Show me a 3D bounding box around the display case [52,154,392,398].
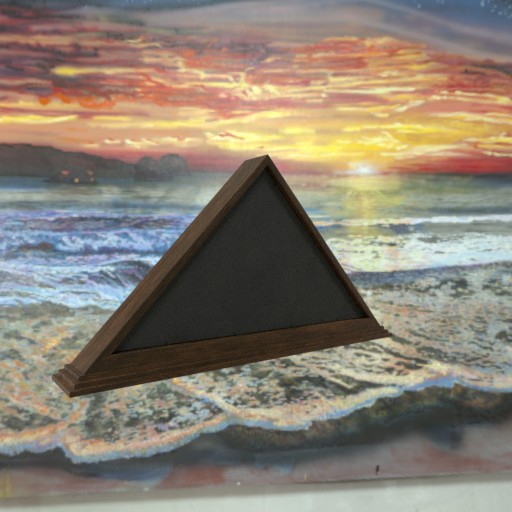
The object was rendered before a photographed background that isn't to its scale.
[{"bbox_3d":[0.000,0.000,0.768,0.640,0.340,0.095,-1,1,-37],"label":"display case"}]
